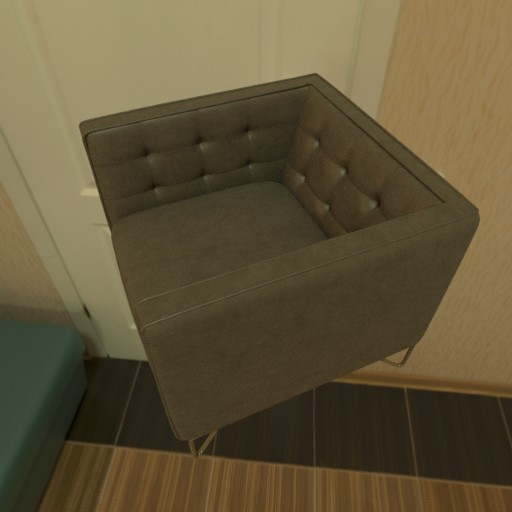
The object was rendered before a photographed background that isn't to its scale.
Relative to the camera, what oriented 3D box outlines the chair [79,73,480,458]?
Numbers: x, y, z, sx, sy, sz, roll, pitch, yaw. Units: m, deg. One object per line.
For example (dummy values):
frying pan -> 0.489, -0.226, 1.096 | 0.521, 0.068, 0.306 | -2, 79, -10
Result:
chair -> 0.000, 0.000, 1.526 | 0.894, 0.790, 0.880 | -18, 49, -16
